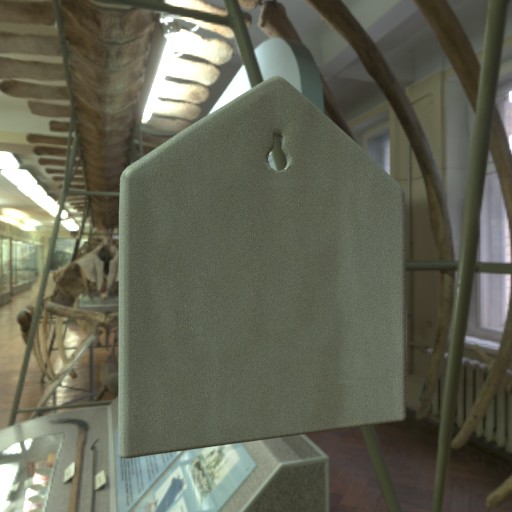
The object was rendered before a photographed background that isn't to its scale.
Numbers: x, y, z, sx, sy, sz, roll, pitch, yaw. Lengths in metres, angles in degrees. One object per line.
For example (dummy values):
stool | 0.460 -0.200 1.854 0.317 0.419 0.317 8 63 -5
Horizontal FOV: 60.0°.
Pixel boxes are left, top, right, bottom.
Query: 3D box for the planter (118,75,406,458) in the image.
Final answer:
planter | 0.000 0.000 0.273 0.163 0.194 0.080 0 -1 -18
